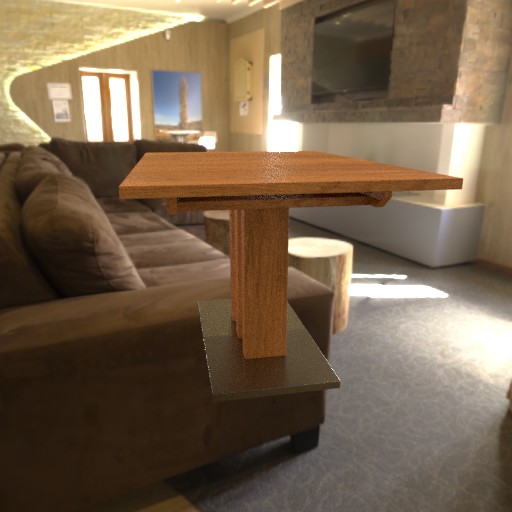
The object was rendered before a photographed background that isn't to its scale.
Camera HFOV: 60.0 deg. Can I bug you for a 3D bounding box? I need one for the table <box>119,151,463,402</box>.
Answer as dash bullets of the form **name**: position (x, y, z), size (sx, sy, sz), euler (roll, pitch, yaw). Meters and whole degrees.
- **table**: position (0.000, 0.000, 1.842), size (0.900, 0.770, 1.300), euler (-3, 17, -10)
